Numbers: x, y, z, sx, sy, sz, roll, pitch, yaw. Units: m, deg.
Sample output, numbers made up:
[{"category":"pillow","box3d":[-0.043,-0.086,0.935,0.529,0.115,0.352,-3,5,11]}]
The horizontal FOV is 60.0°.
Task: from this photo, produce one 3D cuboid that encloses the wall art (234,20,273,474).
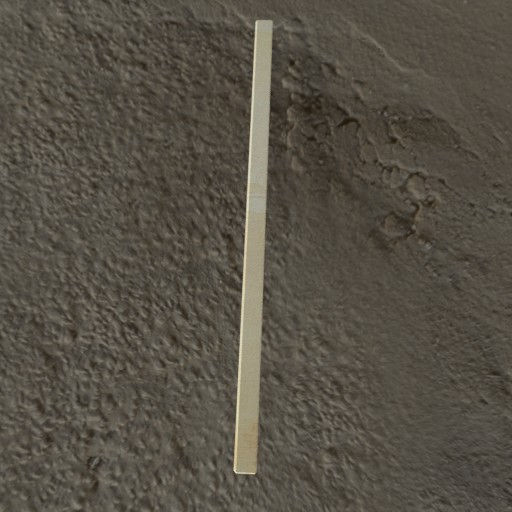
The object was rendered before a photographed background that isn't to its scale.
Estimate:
[{"category":"wall art","box3d":[0.000,0.000,1.145,0.038,0.602,0.918,2,74,1]}]
